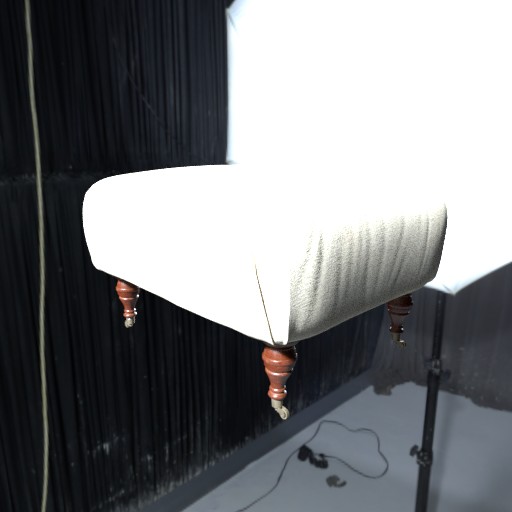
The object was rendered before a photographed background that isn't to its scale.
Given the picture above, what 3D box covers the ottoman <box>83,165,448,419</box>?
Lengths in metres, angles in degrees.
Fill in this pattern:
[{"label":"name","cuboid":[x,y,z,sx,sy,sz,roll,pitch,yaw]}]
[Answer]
[{"label":"ottoman","cuboid":[0.000,0.000,1.122,0.622,0.450,0.747,-12,18,-42]}]
